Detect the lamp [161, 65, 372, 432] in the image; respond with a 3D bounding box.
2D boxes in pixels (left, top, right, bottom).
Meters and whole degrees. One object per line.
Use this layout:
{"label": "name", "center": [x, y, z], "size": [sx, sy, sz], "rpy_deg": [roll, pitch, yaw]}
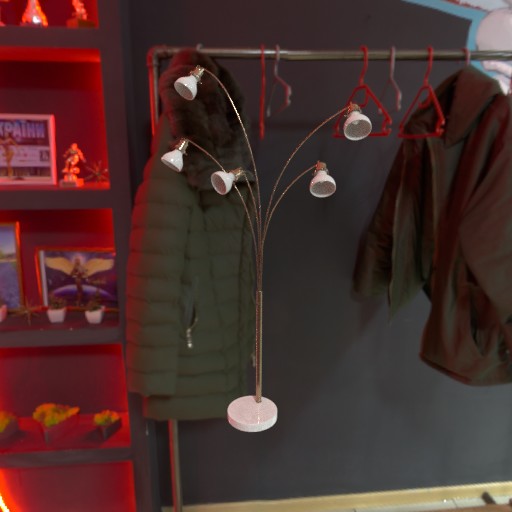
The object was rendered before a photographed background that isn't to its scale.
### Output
{"label": "lamp", "center": [0.000, 0.000, 2.917], "size": [1.405, 2.423, 0.361], "rpy_deg": [7, 16, 26]}
